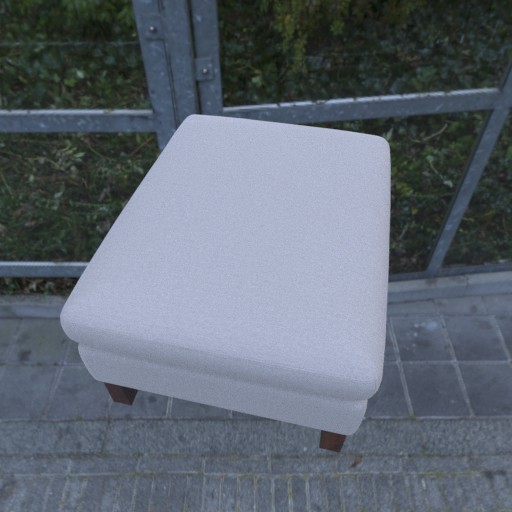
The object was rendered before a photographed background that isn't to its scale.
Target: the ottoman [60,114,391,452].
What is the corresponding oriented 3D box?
[{"bbox_3d":[0.000,0.000,1.118,0.606,0.420,0.771,9,47,9],"label":"ottoman"}]
